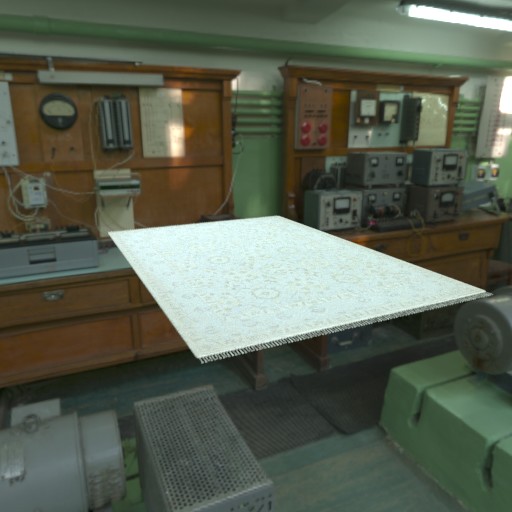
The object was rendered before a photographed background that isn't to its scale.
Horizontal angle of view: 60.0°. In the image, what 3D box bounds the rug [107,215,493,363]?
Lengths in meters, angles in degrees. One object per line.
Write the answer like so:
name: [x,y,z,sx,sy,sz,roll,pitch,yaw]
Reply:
rug: [0.000,0.000,2.828,1.514,0.011,2.233,-8,18,-25]
